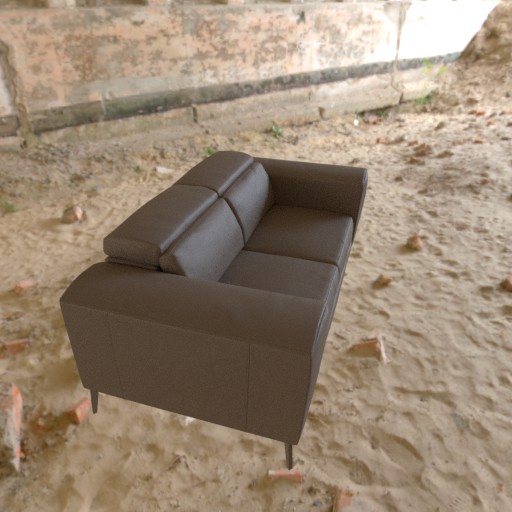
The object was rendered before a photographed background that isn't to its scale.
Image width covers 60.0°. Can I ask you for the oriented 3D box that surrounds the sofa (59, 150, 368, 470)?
[{"bbox_3d":[0.000,0.000,2.427,1.003,0.779,1.895,9,32,15],"label":"sofa"}]
